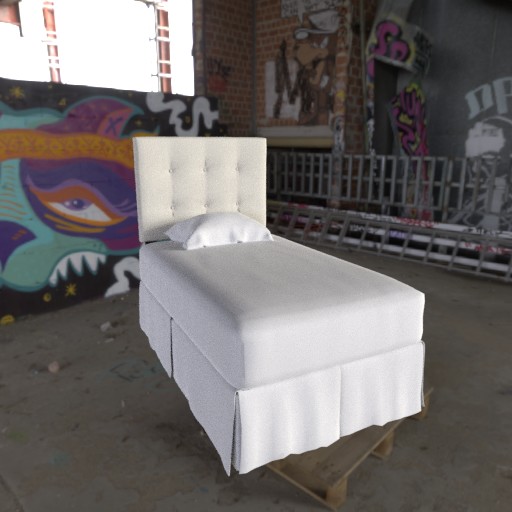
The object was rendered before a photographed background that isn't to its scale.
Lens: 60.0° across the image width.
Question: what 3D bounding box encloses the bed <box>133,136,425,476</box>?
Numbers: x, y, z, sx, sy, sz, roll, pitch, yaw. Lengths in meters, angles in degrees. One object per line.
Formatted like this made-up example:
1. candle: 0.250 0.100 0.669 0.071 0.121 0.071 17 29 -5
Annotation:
1. bed: 0.000 0.000 2.983 1.261 1.571 1.997 -7 16 -26
